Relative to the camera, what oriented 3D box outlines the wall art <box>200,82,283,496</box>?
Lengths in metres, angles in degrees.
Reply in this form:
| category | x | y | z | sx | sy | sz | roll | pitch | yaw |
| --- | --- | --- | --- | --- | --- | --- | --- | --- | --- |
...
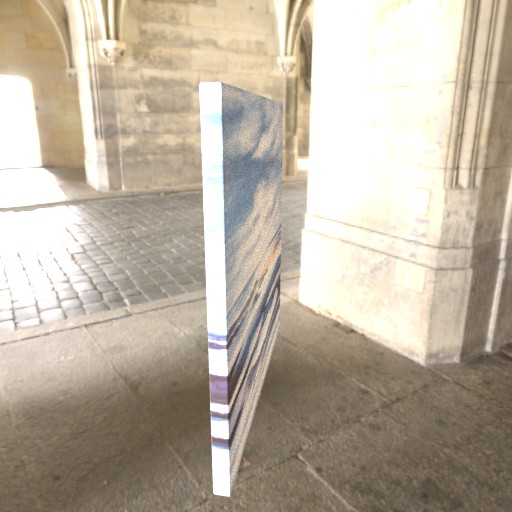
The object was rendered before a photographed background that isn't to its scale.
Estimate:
| category | x | y | z | sx | sy | sz | roll | pitch | yaw |
| --- | --- | --- | --- | --- | --- | --- | --- | --- | --- |
| wall art | 0.000 | 0.000 | 1.099 | 0.035 | 0.747 | 0.747 | 3 | 17 | 10 |
